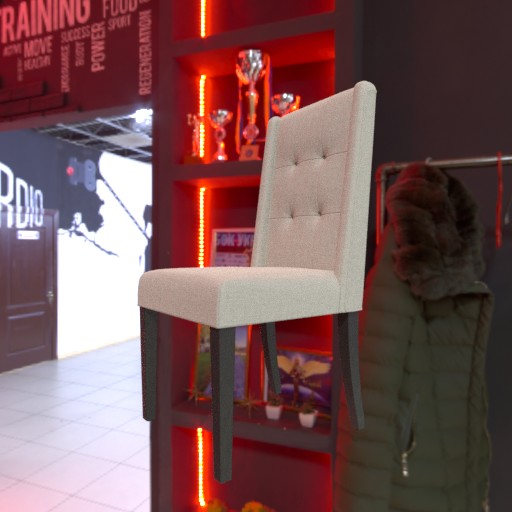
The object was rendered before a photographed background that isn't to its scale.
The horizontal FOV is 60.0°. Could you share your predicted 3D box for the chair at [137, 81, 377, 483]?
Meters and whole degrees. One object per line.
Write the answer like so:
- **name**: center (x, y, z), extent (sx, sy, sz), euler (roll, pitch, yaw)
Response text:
- **chair**: center (0.000, 0.000, 1.252), extent (0.523, 0.961, 0.474), euler (0, 1, -35)
